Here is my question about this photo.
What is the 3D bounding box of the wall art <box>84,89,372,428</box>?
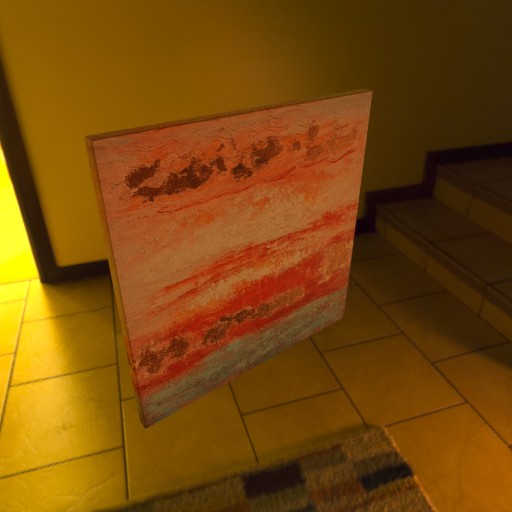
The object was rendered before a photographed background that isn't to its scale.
[{"bbox_3d":[0.000,0.000,1.157,0.747,0.747,0.035,-22,37,-32],"label":"wall art"}]
